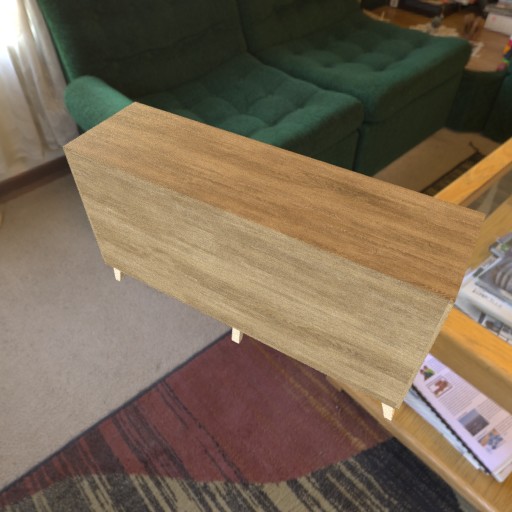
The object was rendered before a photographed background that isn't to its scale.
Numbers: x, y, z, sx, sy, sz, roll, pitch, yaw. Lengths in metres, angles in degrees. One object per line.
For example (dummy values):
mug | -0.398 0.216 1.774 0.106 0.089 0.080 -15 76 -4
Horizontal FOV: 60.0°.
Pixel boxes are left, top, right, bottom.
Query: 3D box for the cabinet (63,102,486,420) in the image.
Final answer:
cabinet | 0.000 0.000 2.009 1.600 0.870 0.450 23 51 21
